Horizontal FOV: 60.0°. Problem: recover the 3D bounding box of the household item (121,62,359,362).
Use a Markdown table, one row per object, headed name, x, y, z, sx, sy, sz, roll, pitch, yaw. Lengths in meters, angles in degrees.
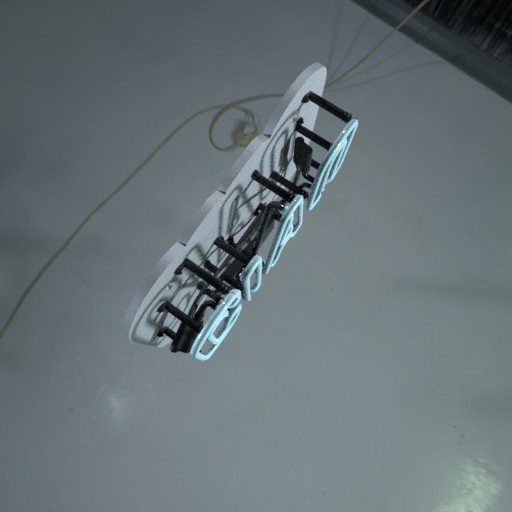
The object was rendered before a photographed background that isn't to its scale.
| name | x | y | z | sx | sy | sz | roll | pitch | yaw |
| --- | --- | --- | --- | --- | --- | --- | --- | --- | --- |
| household item | 0.000 | 0.000 | 0.384 | 0.042 | 0.294 | 0.211 | 34 | 79 | 7 |
